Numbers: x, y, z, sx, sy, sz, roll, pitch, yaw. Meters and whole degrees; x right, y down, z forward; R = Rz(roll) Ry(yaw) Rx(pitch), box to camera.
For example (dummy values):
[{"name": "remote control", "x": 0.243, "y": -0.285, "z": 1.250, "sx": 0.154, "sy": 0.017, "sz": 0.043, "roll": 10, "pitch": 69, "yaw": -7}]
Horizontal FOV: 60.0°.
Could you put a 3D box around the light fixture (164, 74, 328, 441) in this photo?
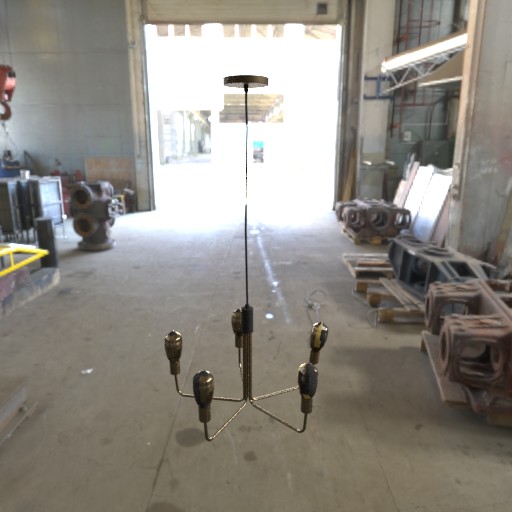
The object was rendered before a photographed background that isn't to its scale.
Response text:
[{"name": "light fixture", "x": 0.000, "y": 0.000, "z": 1.405, "sx": 0.588, "sy": 1.059, "sz": 0.532, "roll": -13, "pitch": 19, "yaw": -43}]
